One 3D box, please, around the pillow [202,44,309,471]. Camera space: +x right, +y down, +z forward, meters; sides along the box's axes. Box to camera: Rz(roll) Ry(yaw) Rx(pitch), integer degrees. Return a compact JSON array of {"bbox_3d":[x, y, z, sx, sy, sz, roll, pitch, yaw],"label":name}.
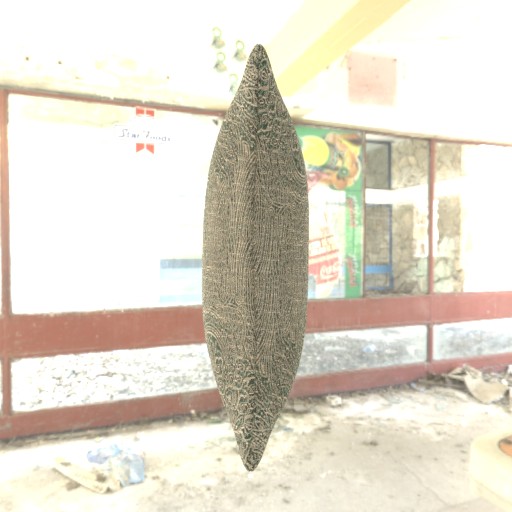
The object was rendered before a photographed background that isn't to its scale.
[{"bbox_3d":[0.000,0.000,0.783,0.166,0.507,0.526,0,1,0],"label":"pillow"}]
